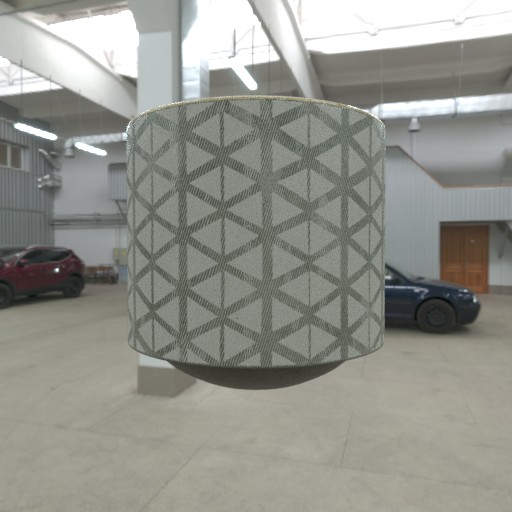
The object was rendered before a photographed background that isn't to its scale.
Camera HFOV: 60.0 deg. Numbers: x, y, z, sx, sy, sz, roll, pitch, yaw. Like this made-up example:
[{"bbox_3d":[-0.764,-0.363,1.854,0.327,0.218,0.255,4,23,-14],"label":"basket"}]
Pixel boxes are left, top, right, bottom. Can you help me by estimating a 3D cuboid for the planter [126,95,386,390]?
[{"bbox_3d":[0.000,0.000,0.448,0.250,0.239,0.250,0,1,0],"label":"planter"}]
